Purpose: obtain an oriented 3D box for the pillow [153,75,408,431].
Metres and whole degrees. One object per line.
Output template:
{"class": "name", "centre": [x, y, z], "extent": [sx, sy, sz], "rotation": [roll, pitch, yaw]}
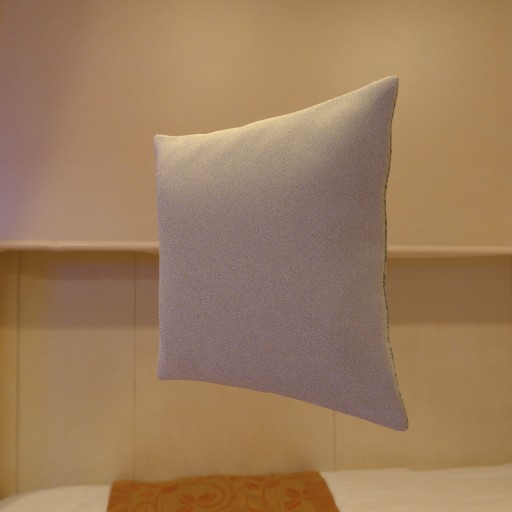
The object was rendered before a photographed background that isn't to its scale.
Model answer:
{"class": "pillow", "centre": [0.000, 0.000, 0.778], "extent": [0.523, 0.510, 0.166], "rotation": [-1, -1, 36]}
